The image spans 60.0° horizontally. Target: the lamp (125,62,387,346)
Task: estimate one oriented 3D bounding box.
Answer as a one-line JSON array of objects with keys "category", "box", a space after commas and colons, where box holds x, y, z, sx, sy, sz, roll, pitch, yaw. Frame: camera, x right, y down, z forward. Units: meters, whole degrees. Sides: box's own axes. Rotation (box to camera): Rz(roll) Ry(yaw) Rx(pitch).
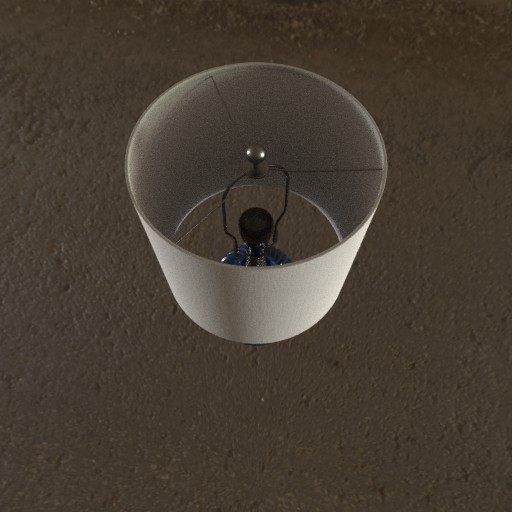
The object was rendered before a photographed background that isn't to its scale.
[{"category": "lamp", "box": [0.000, 0.000, 0.505, 0.203, 0.368, 0.203, -21, 65, -10]}]
